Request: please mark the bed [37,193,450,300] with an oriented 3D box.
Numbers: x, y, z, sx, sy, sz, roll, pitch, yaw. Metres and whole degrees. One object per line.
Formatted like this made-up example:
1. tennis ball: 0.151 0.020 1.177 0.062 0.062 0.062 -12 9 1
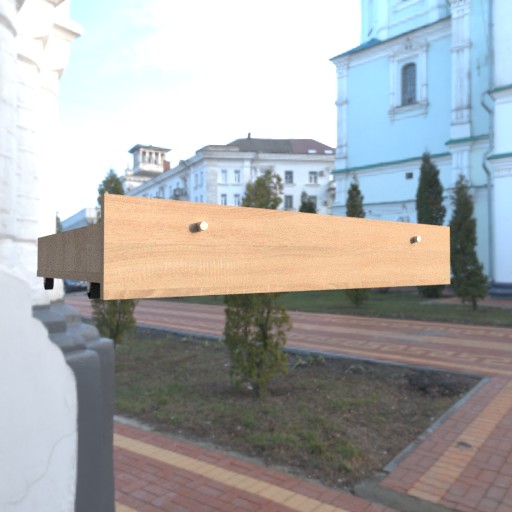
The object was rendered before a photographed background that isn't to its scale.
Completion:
1. bed: 0.000 0.000 1.454 1.200 0.209 0.685 1 -2 -37
